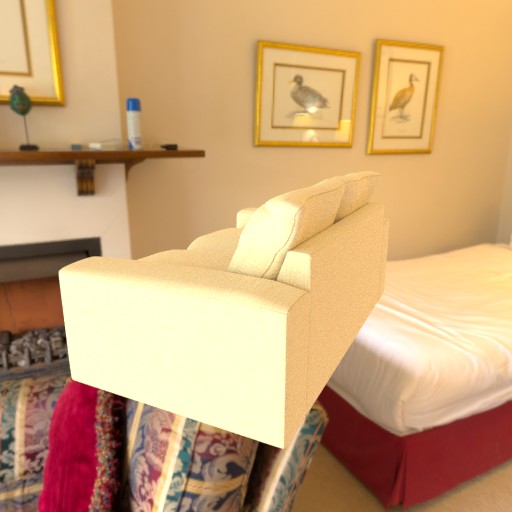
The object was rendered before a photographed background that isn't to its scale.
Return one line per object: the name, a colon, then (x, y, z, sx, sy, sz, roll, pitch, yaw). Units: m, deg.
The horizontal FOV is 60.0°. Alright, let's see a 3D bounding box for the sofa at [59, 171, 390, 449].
sofa: (0.000, 0.000, 2.395, 1.091, 0.875, 1.754, 7, 17, 25)
